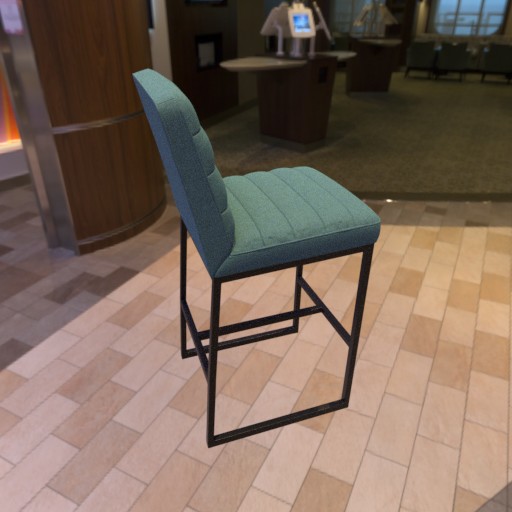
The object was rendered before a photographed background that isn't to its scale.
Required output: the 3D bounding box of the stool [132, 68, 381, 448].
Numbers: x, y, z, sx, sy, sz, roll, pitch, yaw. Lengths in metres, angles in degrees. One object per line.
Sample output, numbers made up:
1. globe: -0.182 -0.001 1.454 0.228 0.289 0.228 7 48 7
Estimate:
1. stool: 0.000 0.000 1.350 0.560 1.040 0.460 -10 31 -17
